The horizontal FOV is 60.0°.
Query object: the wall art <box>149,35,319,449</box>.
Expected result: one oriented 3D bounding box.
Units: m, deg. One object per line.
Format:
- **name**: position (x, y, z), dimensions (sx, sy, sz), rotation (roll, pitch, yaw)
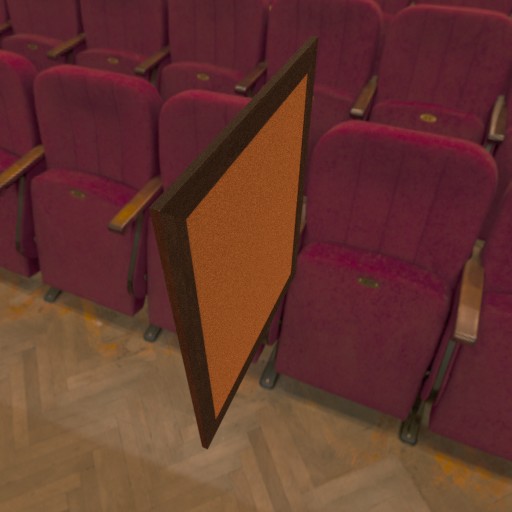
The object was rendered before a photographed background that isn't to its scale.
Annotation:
- **wall art**: position (0.000, 0.000, 0.767), dimensions (0.013, 0.570, 0.476), rotation (17, 48, 16)
